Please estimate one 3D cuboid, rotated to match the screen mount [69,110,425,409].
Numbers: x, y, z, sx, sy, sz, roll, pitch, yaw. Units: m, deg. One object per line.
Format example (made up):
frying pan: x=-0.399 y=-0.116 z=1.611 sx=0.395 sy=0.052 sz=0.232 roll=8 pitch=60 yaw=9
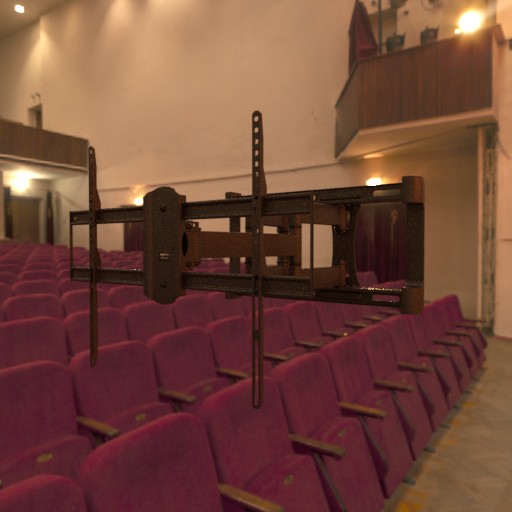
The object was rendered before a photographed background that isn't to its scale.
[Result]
screen mount: x=0.000 y=0.000 z=1.118 sx=0.661 sy=0.491 sz=0.644 roll=1 pitch=1 yaw=35
